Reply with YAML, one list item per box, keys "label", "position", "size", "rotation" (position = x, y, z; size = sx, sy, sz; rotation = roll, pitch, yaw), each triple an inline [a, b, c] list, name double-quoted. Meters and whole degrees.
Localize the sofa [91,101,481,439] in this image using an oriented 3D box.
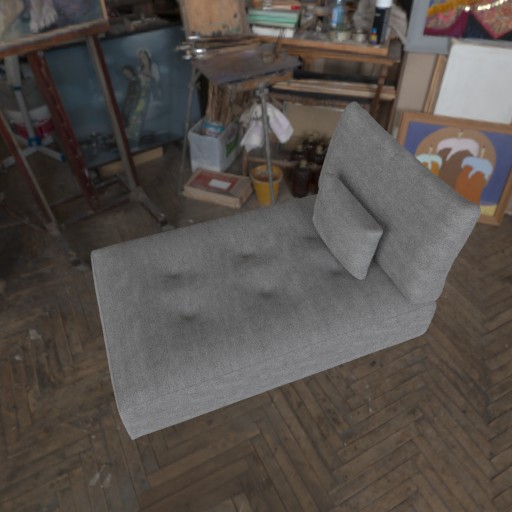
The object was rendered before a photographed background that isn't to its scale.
- label: "sofa"
  position: [0.000, 0.000, 1.991]
  size: [1.450, 0.820, 0.930]
  rotation: [-15, 47, -15]
